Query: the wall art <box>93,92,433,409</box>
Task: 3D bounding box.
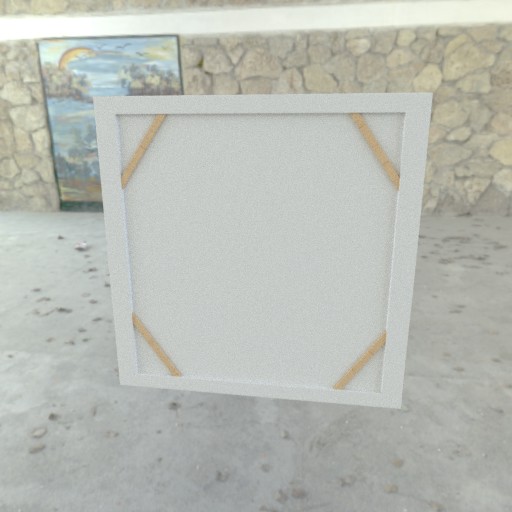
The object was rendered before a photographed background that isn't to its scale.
[{"bbox_3d":[0.000,0.000,0.596,0.405,0.407,0.038,2,16,8],"label":"wall art"}]
